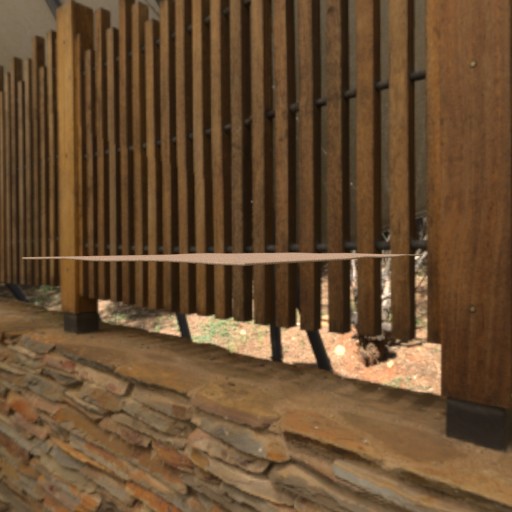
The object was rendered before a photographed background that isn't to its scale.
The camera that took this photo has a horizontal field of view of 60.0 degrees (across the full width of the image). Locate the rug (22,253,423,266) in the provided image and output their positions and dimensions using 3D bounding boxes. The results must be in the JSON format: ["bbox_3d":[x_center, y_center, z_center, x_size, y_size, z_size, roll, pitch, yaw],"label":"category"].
[{"bbox_3d":[0.000,0.000,2.335,1.220,0.013,1.829,1,1,35],"label":"rug"}]
